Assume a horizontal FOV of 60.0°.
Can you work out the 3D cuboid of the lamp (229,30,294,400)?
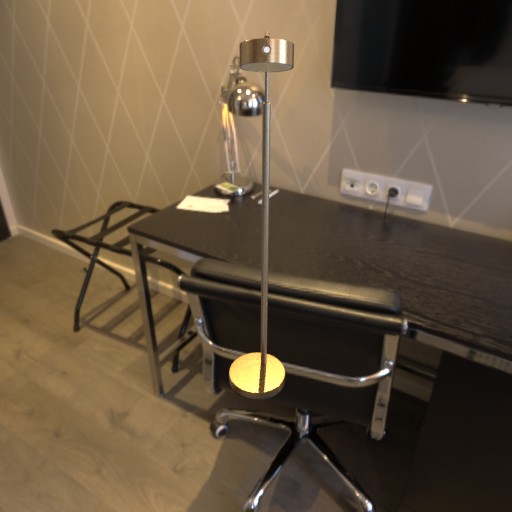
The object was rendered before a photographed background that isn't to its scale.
[{"bbox_3d":[0.000,0.000,1.360,0.219,1.230,0.418,1,30,2],"label":"lamp"}]
